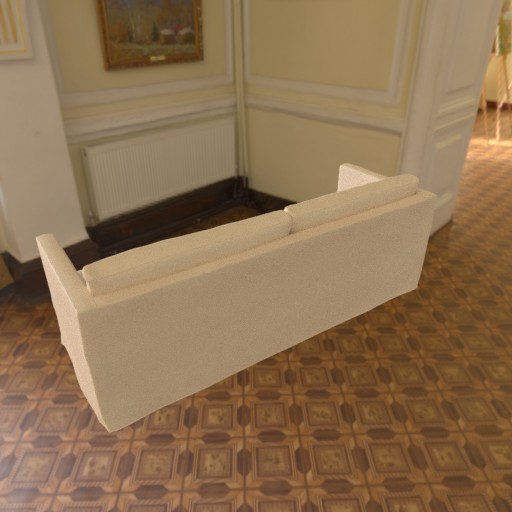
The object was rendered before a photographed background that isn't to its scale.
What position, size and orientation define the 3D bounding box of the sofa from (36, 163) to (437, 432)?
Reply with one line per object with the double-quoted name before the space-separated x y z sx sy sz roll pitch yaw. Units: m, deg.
"sofa" 0.000 0.000 3.301 2.779 0.999 1.036 -18 34 -29
